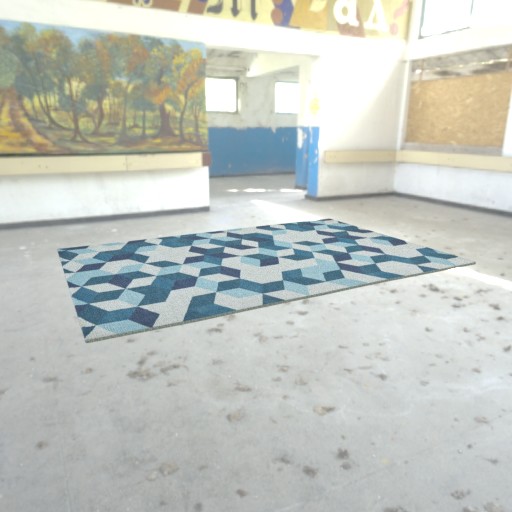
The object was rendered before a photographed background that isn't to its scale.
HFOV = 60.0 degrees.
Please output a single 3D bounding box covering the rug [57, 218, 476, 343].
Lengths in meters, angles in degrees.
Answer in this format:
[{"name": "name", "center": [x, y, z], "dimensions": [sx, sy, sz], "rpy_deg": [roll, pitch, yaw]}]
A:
[{"name": "rug", "center": [0.000, 0.000, 2.311], "dimensions": [1.829, 0.014, 1.235], "rpy_deg": [-8, 18, -26]}]
